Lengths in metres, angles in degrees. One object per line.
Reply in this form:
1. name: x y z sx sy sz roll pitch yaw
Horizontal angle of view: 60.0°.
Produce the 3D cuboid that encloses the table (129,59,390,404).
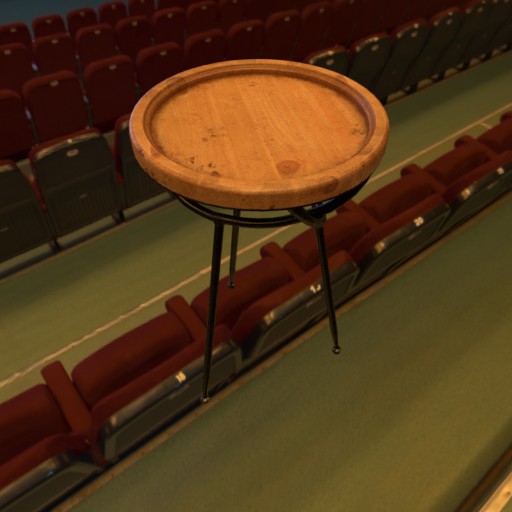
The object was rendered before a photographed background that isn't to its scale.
1. table: 0.000 0.000 0.945 0.418 0.664 0.414 -30 53 -26
